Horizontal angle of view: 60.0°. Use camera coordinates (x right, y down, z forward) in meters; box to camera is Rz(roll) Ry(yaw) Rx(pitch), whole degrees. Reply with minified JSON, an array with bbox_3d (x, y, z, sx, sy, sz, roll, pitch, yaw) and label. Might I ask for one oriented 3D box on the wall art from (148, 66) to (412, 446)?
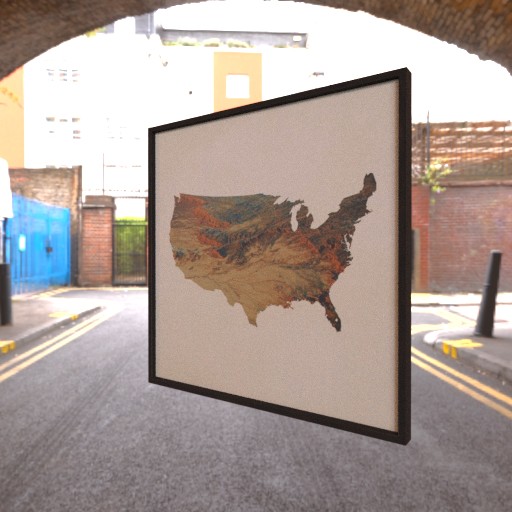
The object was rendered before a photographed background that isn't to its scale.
[{"bbox_3d":[0.000,0.000,1.123,0.762,0.762,0.038,0,0,35],"label":"wall art"}]
